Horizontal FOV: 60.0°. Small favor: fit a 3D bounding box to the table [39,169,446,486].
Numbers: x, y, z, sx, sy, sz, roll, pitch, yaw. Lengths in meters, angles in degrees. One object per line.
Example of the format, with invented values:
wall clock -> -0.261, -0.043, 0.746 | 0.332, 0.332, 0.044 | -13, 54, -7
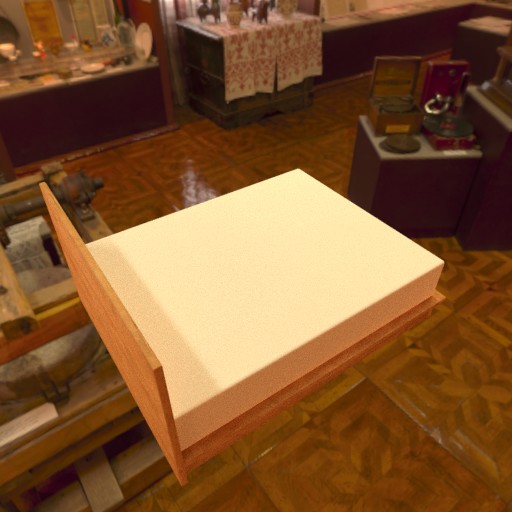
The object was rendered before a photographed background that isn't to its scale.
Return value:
table -> 0.000, 0.000, 3.057 | 2.149, 1.041, 1.707 | -24, 45, -26
